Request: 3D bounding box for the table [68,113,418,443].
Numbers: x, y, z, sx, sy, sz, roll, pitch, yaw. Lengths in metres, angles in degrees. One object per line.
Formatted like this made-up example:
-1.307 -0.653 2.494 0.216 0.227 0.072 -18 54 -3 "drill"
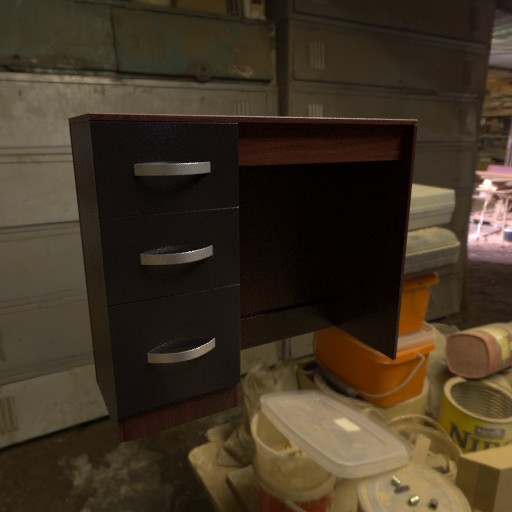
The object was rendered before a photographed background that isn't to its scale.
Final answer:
0.000 0.000 1.336 0.930 0.790 0.380 -8 17 -28 "table"
